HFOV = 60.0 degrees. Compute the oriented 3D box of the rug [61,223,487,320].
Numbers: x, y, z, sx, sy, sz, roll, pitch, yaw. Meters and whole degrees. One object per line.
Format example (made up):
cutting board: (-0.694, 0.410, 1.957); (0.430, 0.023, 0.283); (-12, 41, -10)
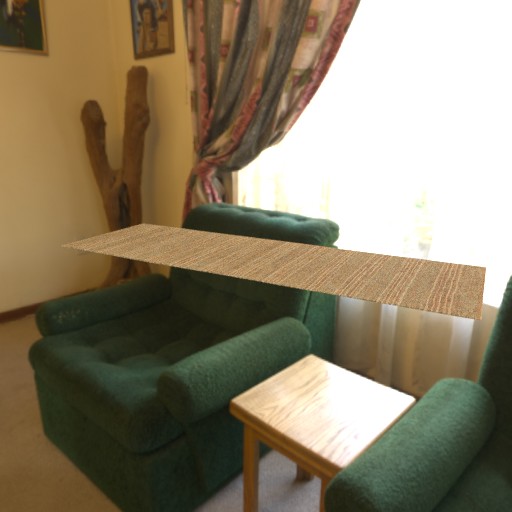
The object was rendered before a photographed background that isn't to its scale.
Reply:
rug: (0.000, 0.000, 2.640); (2.438, 0.006, 0.783); (8, 18, 27)
